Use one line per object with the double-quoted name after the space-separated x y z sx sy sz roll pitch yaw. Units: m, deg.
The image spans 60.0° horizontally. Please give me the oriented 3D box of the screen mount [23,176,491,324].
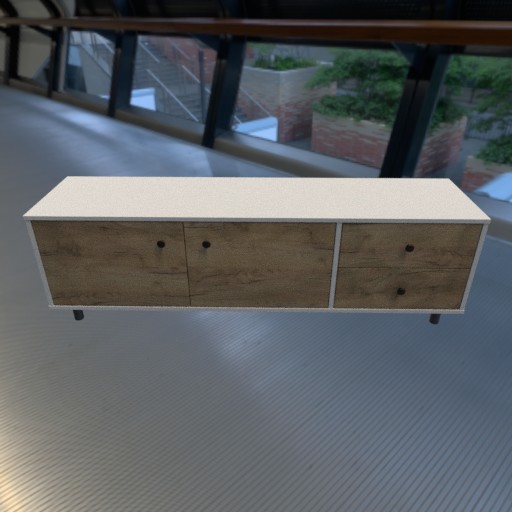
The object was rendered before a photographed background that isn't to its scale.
0.000 0.000 1.808 1.600 0.520 0.418 0 30 1 "screen mount"
